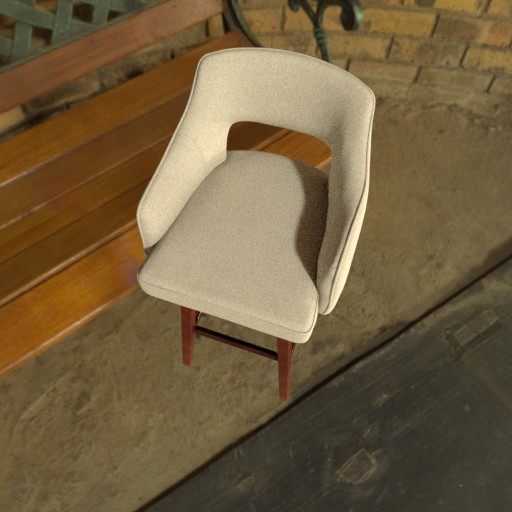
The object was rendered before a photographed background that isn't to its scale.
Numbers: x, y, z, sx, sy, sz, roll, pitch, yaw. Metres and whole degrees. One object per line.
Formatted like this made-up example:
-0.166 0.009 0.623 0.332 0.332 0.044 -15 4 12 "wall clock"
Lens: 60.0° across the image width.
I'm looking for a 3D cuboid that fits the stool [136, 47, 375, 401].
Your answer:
0.000 0.000 1.369 0.550 1.041 0.560 17 60 10 "stool"
